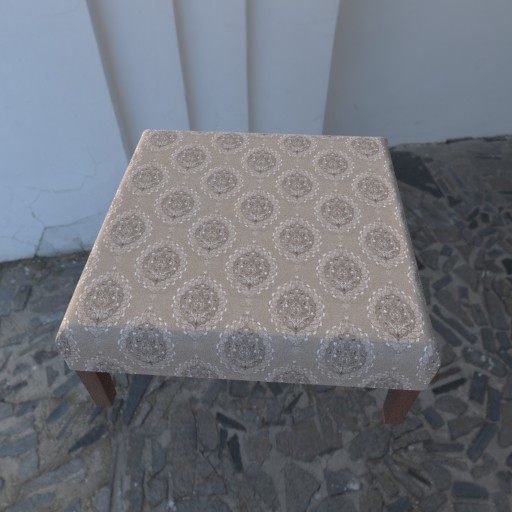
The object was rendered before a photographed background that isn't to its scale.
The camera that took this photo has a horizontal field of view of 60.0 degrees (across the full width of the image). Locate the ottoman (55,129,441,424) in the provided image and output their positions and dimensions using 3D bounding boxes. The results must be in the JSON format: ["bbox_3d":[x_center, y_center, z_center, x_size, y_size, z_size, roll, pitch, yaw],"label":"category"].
[{"bbox_3d":[0.000,0.000,1.411,0.889,0.411,0.890,3,47,2],"label":"ottoman"}]
